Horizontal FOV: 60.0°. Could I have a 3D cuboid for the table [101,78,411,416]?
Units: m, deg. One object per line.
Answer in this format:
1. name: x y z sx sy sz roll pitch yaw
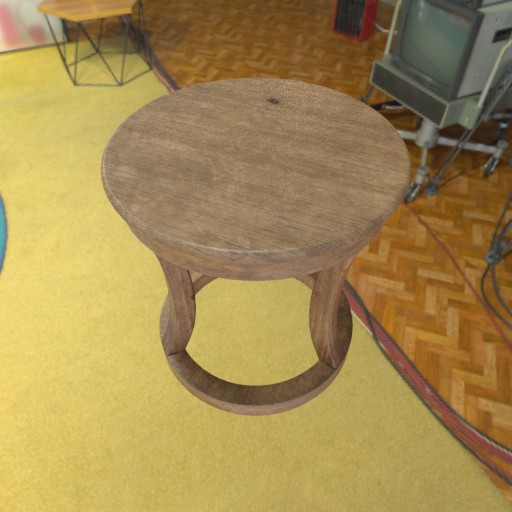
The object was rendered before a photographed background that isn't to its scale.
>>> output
1. table: 0.000 0.000 0.795 0.432 0.460 0.432 0 47 0
